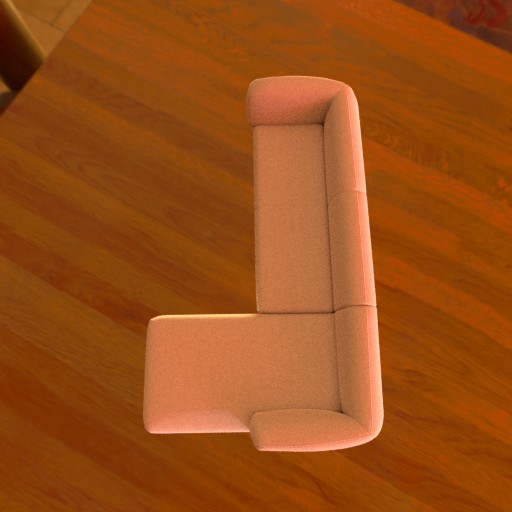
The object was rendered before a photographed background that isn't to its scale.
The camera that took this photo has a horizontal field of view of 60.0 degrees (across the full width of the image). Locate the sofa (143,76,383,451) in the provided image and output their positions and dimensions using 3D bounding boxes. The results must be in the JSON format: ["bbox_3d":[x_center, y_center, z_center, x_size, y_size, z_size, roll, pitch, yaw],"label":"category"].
[{"bbox_3d":[0.000,0.000,3.358,1.610,0.730,2.660,-1,76,0],"label":"sofa"}]
